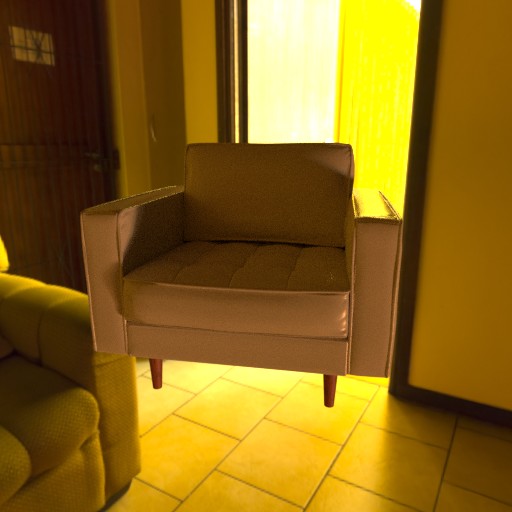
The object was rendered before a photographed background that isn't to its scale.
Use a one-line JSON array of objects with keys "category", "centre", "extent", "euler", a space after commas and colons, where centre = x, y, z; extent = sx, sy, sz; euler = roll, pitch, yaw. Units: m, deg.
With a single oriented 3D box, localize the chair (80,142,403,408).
[{"category": "chair", "centre": [0.000, 0.000, 1.557], "extent": [0.928, 0.773, 0.843], "euler": [3, 15, 10]}]
